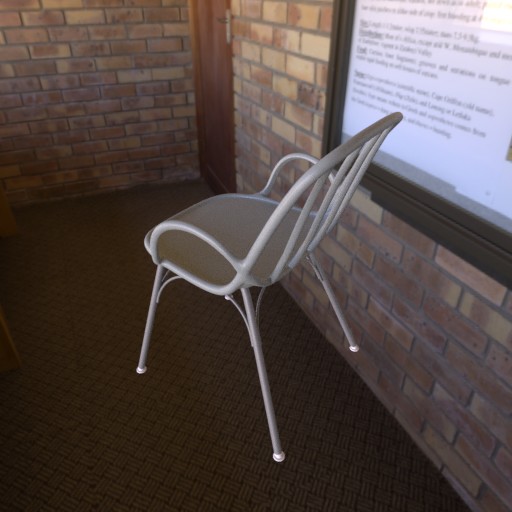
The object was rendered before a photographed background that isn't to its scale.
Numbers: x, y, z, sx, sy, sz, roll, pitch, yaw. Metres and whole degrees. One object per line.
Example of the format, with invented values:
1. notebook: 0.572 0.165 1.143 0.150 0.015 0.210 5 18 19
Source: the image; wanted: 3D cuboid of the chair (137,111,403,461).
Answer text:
1. chair: 0.000 0.000 1.221 0.597 0.816 0.549 20 37 29
